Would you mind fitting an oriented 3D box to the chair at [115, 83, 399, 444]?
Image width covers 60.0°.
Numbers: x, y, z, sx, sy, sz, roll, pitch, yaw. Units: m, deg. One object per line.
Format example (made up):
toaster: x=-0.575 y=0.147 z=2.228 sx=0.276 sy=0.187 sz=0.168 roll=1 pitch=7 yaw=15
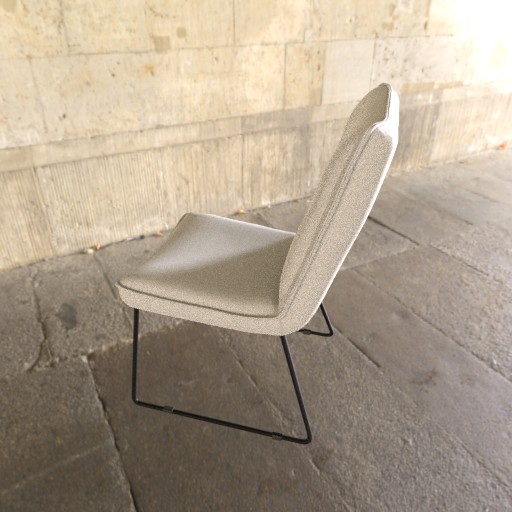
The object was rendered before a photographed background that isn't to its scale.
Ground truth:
chair: x=0.000 y=0.000 z=1.320 sx=0.688 sy=0.930 sz=0.515 roll=8 pitch=31 yaw=14
